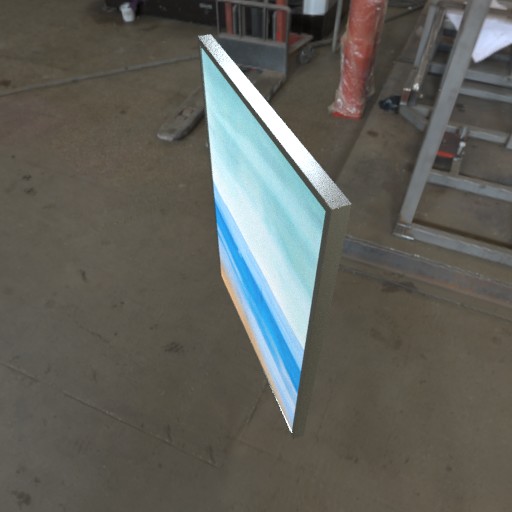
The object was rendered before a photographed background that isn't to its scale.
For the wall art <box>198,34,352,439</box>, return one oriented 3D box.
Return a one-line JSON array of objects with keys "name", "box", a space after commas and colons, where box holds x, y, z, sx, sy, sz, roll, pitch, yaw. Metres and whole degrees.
[{"name": "wall art", "box": [0.000, 0.000, 1.412, 0.041, 1.062, 0.803, -16, 49, -15]}]
